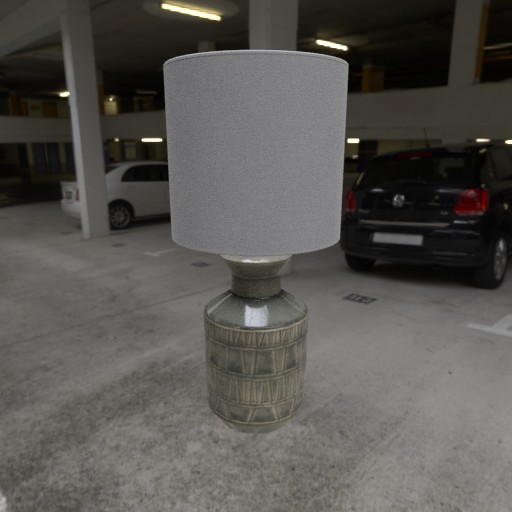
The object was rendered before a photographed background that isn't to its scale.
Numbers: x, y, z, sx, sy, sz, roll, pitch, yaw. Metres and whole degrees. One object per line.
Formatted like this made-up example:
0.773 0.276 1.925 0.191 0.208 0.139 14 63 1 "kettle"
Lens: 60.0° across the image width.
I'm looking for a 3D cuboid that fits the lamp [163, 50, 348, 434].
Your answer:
0.000 0.000 0.574 0.211 0.455 0.211 -14 20 -42 "lamp"
